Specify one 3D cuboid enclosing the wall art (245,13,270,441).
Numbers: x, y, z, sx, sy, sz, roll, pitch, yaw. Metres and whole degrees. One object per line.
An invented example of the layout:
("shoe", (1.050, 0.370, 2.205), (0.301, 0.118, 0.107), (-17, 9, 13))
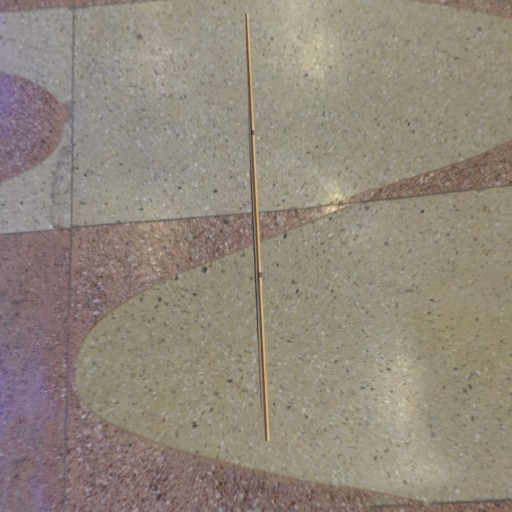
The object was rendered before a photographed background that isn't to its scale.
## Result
("wall art", (0.000, 0.000, 2.240), (0.013, 1.525, 1.520), (-3, 76, -1))
